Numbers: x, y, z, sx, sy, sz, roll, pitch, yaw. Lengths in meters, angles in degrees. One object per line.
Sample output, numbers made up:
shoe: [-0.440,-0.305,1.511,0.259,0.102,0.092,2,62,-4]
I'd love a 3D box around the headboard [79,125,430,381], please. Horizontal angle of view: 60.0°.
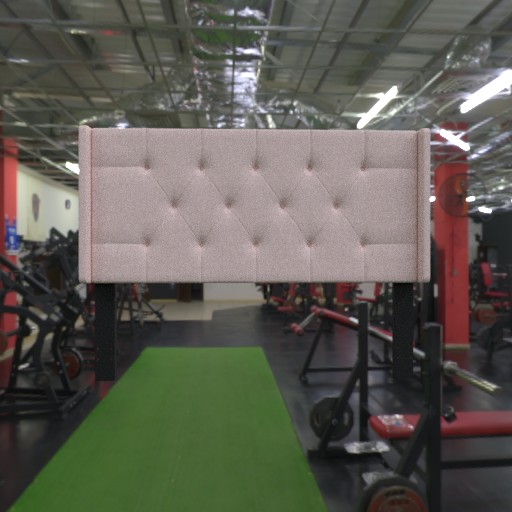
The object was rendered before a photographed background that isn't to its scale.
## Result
headboard: [0.000,0.000,2.670,2.051,1.524,0.184,0,0,-2]
